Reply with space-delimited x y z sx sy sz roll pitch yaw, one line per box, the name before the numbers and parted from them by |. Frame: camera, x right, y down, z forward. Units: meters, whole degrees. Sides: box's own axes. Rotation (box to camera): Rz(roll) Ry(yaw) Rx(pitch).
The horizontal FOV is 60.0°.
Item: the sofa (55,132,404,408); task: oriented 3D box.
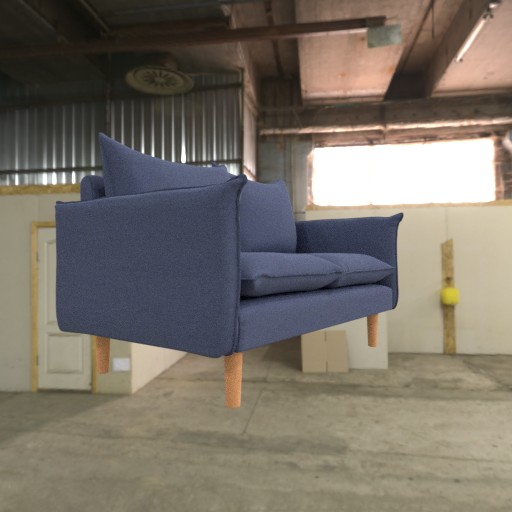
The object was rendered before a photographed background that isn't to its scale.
sofa | 0.000 0.000 1.815 0.820 0.840 1.300 0 0 36
